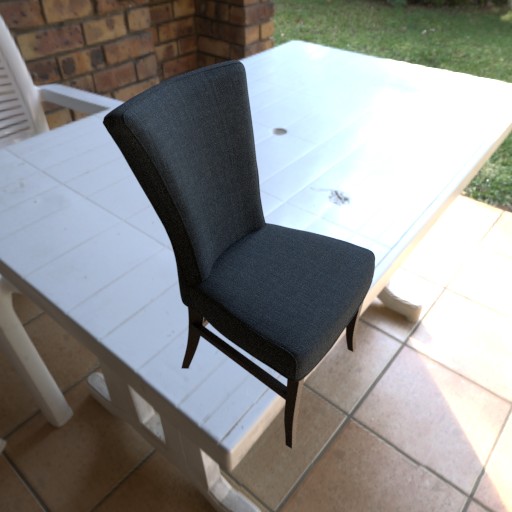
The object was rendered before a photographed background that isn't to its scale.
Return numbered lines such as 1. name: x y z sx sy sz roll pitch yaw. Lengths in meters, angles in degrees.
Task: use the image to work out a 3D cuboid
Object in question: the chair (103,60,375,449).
1. chair: 0.000 0.000 1.394 0.660 0.991 0.520 24 46 26
